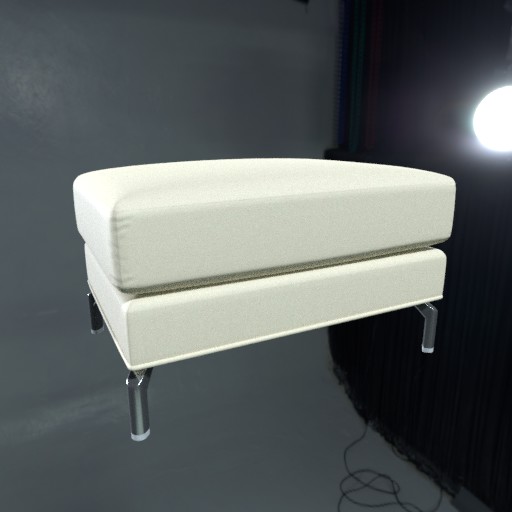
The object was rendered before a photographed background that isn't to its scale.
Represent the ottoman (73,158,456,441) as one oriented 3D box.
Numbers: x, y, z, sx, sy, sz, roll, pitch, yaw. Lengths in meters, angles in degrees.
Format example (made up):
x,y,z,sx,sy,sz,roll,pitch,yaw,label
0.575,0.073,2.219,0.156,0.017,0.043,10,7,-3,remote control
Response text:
x,y,z,sx,sy,sz,roll,pitch,yaw,label
0.000,0.000,1.189,0.835,0.497,0.581,-8,17,-26,ottoman
